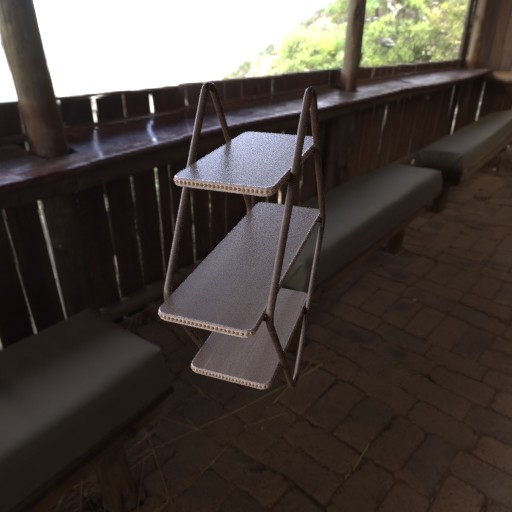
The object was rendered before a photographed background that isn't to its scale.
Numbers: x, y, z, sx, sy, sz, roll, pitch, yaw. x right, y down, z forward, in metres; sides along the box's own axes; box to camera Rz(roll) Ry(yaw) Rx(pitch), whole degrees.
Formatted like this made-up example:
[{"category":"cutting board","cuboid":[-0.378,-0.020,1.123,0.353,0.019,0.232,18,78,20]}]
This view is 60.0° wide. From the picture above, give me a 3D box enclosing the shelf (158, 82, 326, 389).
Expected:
[{"category":"shelf","cuboid":[0.000,0.000,1.066,0.234,0.774,0.609,9,30,17]}]
